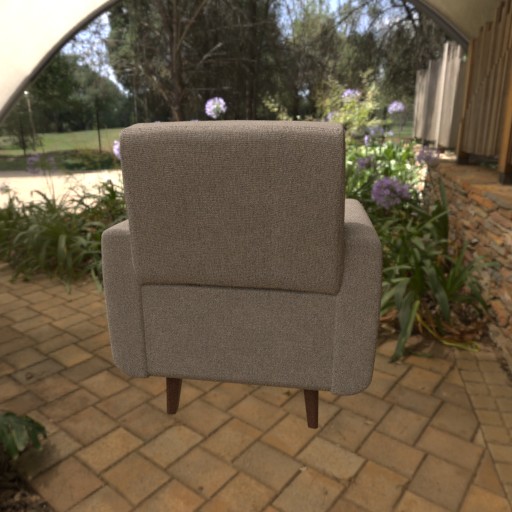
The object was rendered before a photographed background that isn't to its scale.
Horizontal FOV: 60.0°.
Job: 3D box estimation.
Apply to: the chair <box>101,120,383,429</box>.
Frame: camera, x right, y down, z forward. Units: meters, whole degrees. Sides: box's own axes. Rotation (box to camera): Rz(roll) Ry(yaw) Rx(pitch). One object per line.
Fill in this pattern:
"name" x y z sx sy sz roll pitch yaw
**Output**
"chair" 0.000 0.000 1.685 0.845 0.968 0.942 2 15 9
